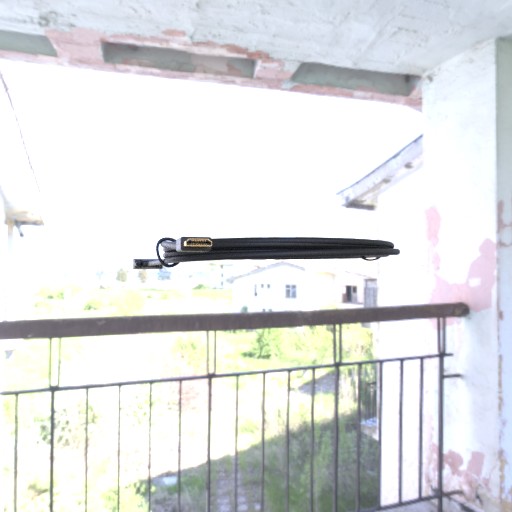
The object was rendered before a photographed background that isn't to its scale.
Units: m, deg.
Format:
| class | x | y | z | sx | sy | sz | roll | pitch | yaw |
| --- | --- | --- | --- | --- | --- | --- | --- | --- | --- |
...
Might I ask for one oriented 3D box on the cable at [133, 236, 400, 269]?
| class | x | y | z | sx | sy | sz | roll | pitch | yaw |
| --- | --- | --- | --- | --- | --- | --- | --- | --- | --- |
| cable | 0.000 | 0.000 | 0.503 | 0.257 | 0.030 | 0.422 | 1 | -2 | -17 |
